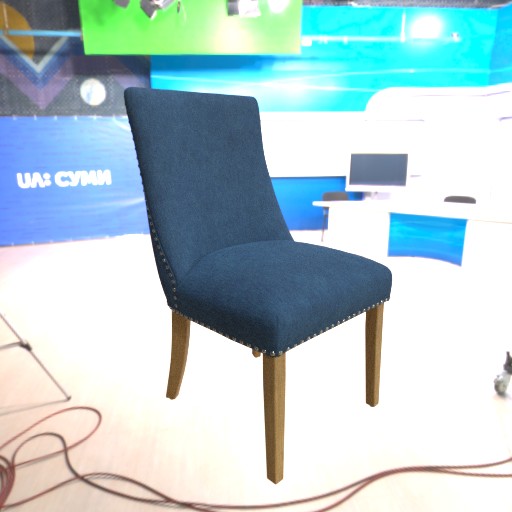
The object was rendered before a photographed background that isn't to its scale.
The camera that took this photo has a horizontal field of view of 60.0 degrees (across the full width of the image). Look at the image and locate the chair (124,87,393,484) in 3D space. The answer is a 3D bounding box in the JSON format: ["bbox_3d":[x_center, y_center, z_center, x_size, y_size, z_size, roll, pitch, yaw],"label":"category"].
[{"bbox_3d":[0.000,0.000,1.247,0.495,0.902,0.610,-15,21,-43],"label":"chair"}]
